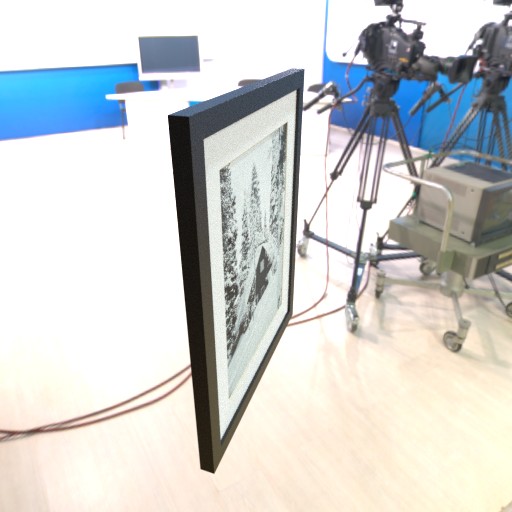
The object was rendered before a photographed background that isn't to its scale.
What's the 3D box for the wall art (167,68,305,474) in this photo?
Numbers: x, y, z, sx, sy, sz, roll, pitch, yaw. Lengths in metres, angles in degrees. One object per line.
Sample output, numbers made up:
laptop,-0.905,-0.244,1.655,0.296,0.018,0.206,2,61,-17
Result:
wall art,0.000,0.000,0.547,0.018,0.397,0.325,10,30,18
